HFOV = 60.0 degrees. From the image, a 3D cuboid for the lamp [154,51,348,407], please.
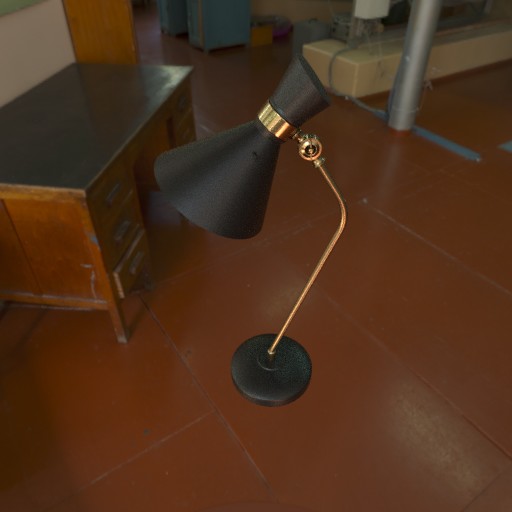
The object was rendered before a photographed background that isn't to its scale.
[{"bbox_3d":[0.000,0.000,0.755,0.292,0.647,0.189,0,39,0],"label":"lamp"}]
